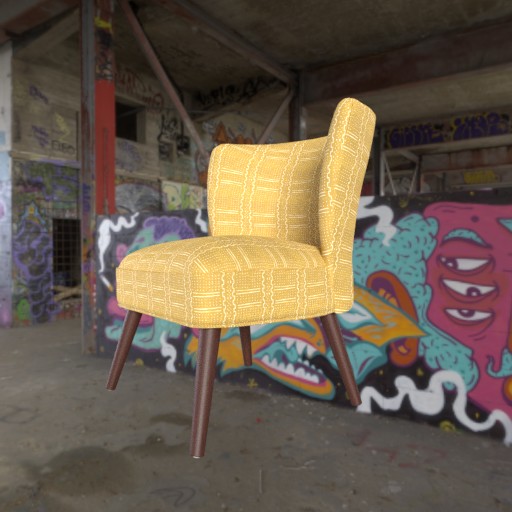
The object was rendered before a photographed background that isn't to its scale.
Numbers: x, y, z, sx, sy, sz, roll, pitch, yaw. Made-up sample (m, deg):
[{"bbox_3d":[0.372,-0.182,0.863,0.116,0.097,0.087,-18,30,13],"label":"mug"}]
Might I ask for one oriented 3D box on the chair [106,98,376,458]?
[{"bbox_3d":[0.000,0.000,1.398,0.758,0.866,0.706,0,1,-36],"label":"chair"}]
